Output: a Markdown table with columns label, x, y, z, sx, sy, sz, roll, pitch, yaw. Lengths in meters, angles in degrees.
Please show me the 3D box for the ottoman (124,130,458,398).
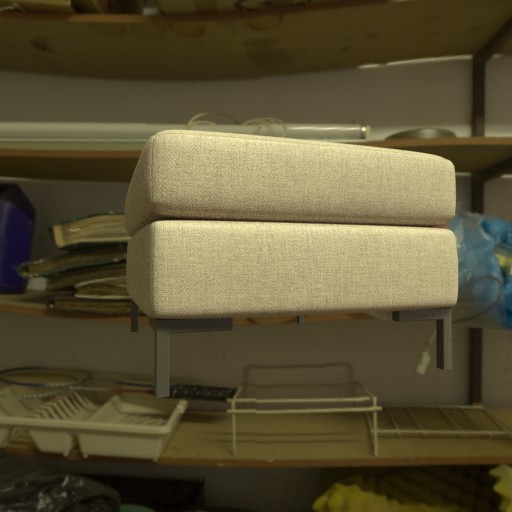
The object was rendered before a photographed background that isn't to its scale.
| label | x | y | z | sx | sy | sz | roll | pitch | yaw |
| --- | --- | --- | --- | --- | --- | --- | --- | --- | --- |
| ottoman | 0.000 | 0.000 | 1.209 | 0.671 | 0.490 | 0.820 | 0 | -1 | -19 |
